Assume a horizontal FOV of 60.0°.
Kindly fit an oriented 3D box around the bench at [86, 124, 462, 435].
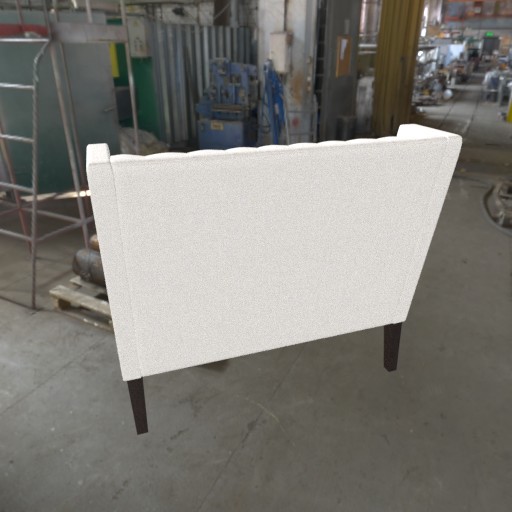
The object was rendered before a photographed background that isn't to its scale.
[{"bbox_3d":[0.000,0.000,1.971,1.280,1.123,0.847,-8,27,-17],"label":"bench"}]
